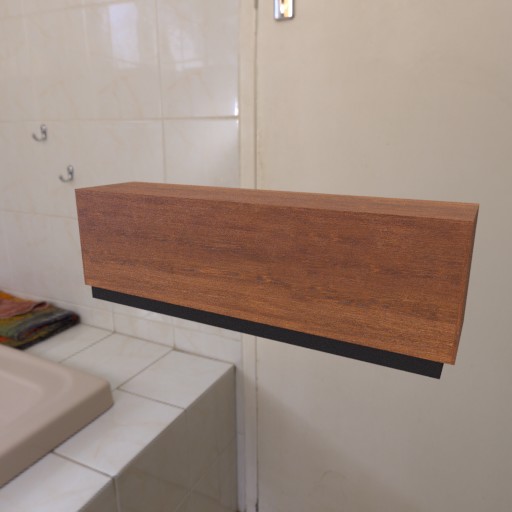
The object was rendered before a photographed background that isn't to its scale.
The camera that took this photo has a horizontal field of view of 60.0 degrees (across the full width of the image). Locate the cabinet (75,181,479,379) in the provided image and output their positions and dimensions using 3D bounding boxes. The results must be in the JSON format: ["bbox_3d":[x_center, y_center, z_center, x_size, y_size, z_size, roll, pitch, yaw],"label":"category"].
[{"bbox_3d":[0.000,0.000,1.846,1.600,0.510,0.419,8,17,27],"label":"cabinet"}]
